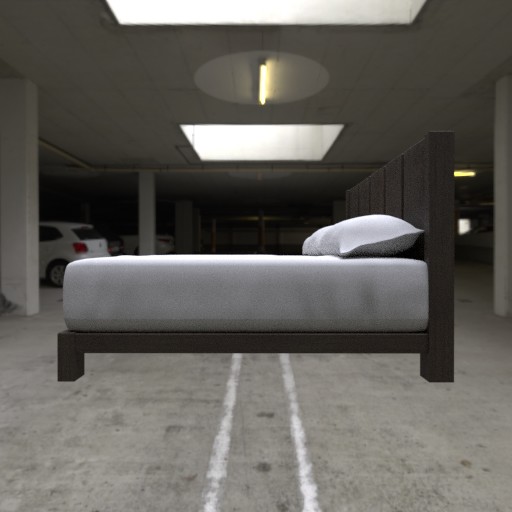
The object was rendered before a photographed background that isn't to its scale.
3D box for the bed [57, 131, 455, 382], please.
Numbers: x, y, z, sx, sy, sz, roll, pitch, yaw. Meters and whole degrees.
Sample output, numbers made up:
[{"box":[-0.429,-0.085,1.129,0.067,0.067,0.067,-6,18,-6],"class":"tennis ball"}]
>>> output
[{"box":[0.000,0.000,3.307,2.012,1.270,2.134,0,0,0],"class":"bed"}]
